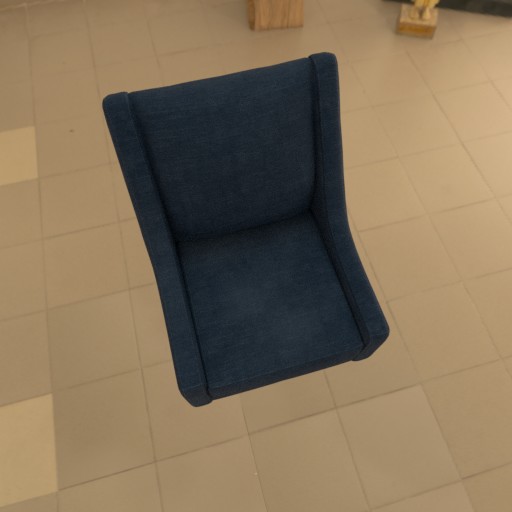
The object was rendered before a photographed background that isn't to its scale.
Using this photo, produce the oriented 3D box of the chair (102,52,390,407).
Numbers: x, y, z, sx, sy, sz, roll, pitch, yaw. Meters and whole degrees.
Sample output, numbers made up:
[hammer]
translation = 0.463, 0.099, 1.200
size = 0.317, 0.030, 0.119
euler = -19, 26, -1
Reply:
[chair]
translation = 0.000, 0.000, 1.659
size = 0.774, 1.014, 0.870
euler = -14, 65, -7
